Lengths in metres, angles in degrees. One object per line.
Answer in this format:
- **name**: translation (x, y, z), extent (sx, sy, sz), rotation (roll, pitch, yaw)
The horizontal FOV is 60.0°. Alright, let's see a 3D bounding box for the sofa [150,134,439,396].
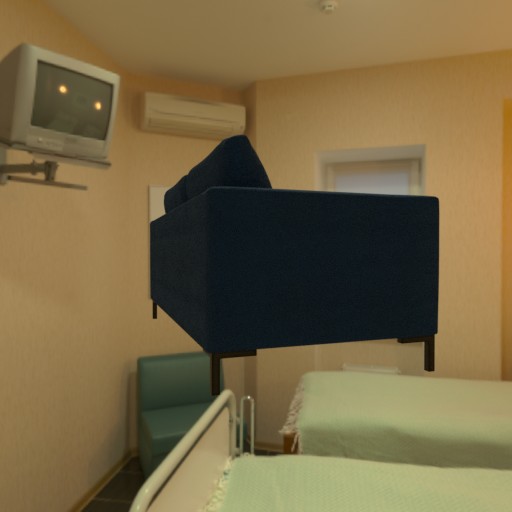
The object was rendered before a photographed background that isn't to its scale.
- **sofa**: translation (0.000, 0.000, 2.219), extent (0.875, 0.817, 1.676), rotation (0, 1, -19)
